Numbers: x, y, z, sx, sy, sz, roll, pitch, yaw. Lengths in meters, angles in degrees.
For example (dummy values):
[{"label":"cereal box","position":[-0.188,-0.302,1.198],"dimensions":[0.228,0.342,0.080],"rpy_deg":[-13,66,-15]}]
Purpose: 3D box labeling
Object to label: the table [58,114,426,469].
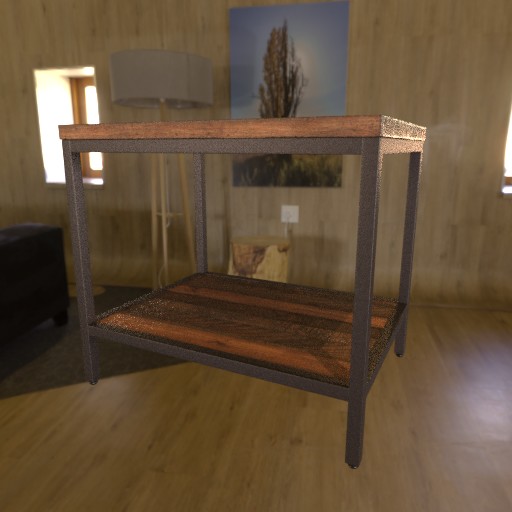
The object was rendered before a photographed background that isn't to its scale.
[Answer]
[{"label":"table","position":[0.000,0.000,1.089],"dimensions":[0.678,0.612,0.524],"rpy_deg":[7,15,26]}]
